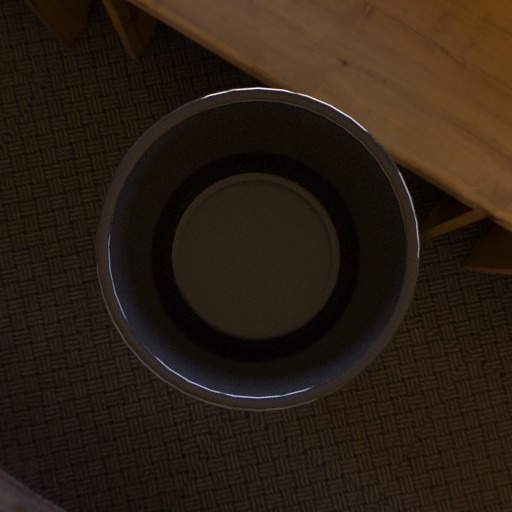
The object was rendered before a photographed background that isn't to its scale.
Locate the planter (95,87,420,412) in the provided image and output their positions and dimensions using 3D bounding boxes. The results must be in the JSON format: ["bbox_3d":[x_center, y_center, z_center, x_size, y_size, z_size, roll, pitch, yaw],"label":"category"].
[{"bbox_3d":[0.000,0.000,0.396,0.196,0.264,0.196,0,88,-1],"label":"planter"}]
